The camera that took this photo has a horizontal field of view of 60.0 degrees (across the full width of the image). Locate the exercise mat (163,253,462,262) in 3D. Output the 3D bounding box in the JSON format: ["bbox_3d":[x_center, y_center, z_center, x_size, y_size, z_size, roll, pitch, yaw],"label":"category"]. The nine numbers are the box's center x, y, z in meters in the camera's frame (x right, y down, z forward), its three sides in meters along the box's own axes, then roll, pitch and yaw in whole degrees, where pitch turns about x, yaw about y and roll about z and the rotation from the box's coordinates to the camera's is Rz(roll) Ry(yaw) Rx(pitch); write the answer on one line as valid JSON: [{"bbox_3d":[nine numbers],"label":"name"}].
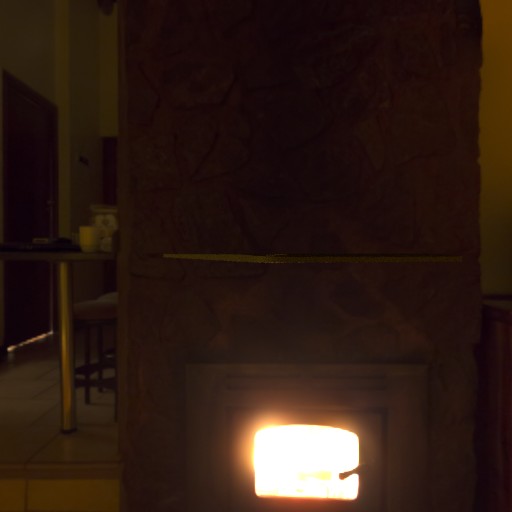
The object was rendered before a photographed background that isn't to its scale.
[{"bbox_3d":[0.000,0.000,2.003,0.616,0.021,1.869,0,0,-19],"label":"exercise mat"}]
